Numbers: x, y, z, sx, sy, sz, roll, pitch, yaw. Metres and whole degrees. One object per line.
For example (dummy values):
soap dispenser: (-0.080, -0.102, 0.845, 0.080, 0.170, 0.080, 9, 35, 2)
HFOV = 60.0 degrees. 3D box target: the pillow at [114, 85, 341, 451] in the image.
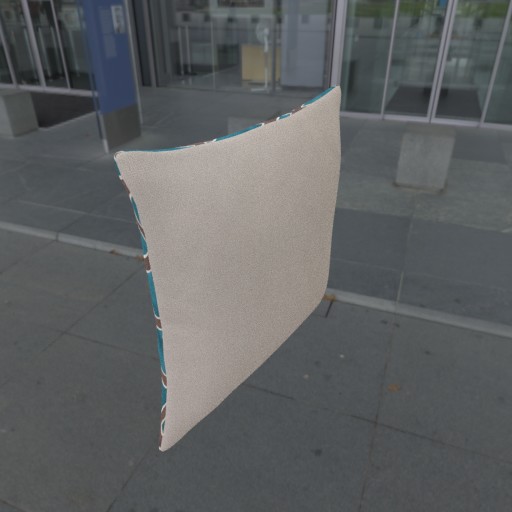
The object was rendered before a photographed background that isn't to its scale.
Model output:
pillow: (0.000, 0.000, 0.786, 0.166, 0.507, 0.526, 20, 36, 30)
